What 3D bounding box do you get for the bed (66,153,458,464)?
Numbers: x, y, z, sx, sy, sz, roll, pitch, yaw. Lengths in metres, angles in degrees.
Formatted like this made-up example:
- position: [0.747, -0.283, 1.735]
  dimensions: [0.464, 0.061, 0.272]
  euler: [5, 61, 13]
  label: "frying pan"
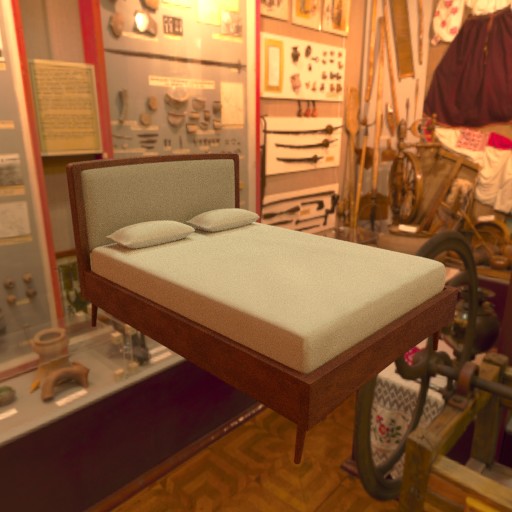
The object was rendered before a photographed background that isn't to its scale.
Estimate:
- position: [0.000, 0.000, 3.085]
  dimensions: [2.196, 1.275, 1.587]
  euler: [16, 23, 42]
  label: "bed"
